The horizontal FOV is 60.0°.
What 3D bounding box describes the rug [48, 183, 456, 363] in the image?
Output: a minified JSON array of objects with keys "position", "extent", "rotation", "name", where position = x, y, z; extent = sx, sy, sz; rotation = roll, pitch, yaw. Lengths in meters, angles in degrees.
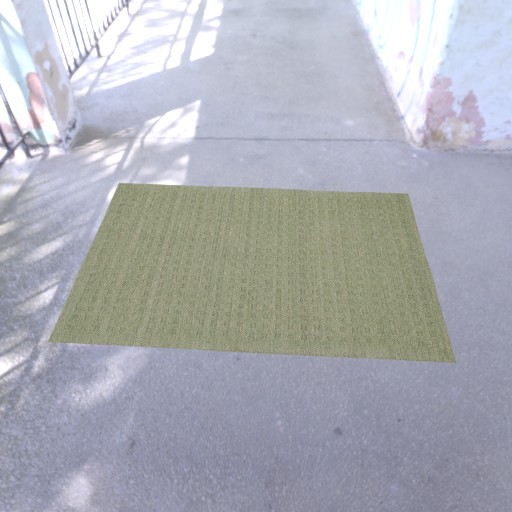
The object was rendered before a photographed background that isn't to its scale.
[{"position":[0.000,0.000,2.278],"extent":[1.747,0.006,1.143],"rotation":[2,46,2],"name":"rug"}]
